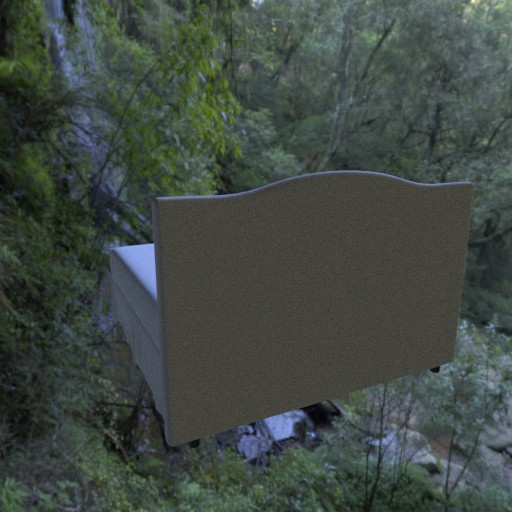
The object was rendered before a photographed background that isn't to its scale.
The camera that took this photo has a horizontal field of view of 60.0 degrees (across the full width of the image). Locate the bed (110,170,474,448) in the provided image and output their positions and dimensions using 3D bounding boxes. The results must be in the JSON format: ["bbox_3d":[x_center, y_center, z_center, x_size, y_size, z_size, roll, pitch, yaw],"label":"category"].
[{"bbox_3d":[0.000,0.000,3.482,2.083,1.421,2.182,-7,16,-26],"label":"bed"}]
